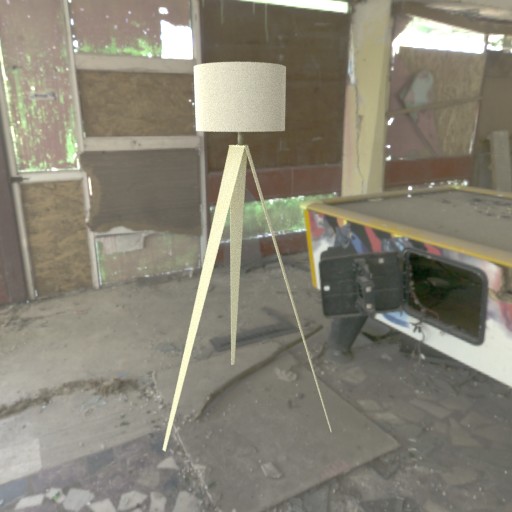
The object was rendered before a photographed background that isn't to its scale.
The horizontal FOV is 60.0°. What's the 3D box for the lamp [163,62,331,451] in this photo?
[{"bbox_3d":[0.000,0.000,1.949,0.716,1.524,0.724,2,17,6],"label":"lamp"}]
